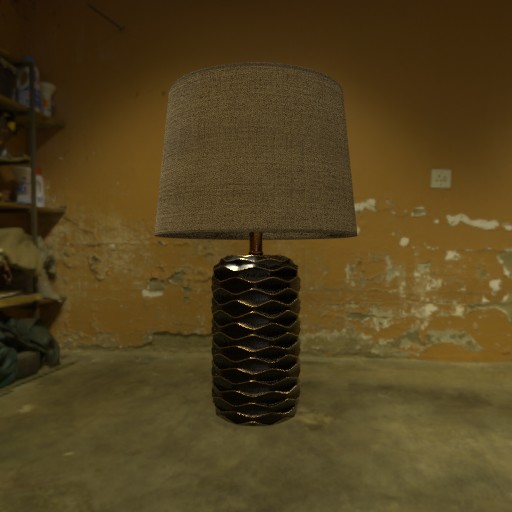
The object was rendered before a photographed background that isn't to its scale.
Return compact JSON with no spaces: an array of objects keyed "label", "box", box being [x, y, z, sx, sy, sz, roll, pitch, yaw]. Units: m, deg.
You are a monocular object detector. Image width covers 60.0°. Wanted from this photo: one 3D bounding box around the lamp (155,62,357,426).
[{"label":"lamp","box":[0.000,0.000,0.842,0.376,0.594,0.376,0,0,0]}]
